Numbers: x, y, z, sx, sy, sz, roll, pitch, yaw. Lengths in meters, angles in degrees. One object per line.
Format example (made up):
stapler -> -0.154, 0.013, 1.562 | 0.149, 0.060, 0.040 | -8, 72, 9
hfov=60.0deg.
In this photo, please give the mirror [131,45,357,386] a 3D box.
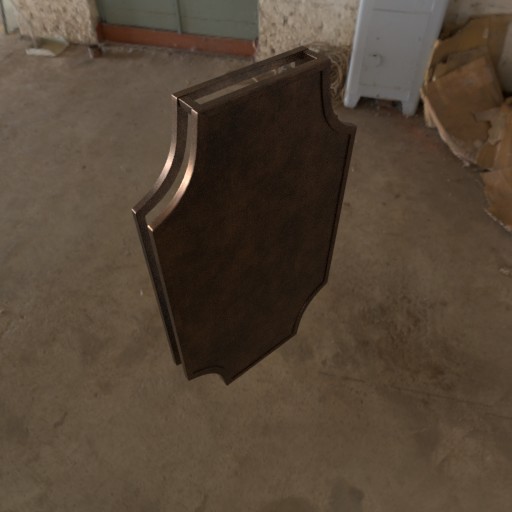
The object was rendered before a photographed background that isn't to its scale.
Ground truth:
mirror -> 0.000, 0.000, 0.969 | 0.462, 0.811, 0.066 | -31, 55, -25
